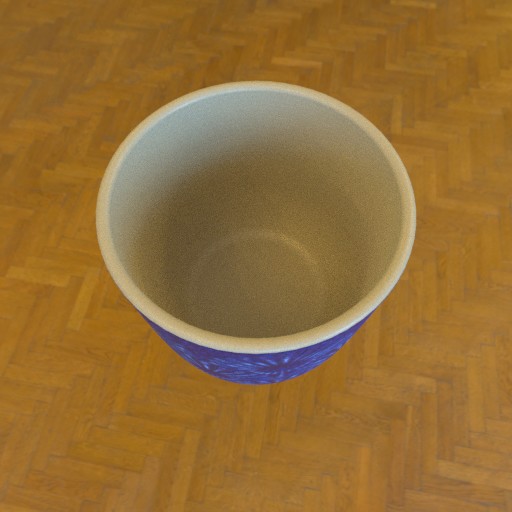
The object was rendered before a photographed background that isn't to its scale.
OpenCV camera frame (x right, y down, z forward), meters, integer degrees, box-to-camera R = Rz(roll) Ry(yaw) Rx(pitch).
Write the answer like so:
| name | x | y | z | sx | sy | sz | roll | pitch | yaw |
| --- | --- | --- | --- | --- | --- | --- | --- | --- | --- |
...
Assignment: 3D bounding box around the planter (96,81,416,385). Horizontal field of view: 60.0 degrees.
| name | x | y | z | sx | sy | sz | roll | pitch | yaw |
| --- | --- | --- | --- | --- | --- | --- | --- | --- | --- |
| planter | 0.000 | 0.000 | 0.221 | 0.124 | 0.109 | 0.124 | 0 | 64 | 0 |
